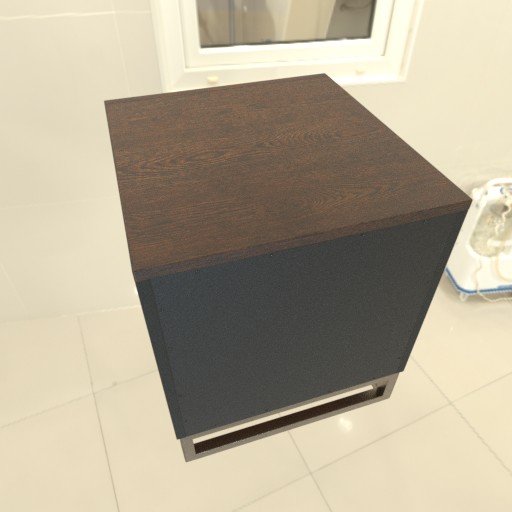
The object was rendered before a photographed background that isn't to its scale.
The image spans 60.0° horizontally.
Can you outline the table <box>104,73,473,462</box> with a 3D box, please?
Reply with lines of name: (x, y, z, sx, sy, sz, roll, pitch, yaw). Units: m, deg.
table: (0.000, 0.000, 1.004, 0.506, 0.582, 0.566, -12, 44, -13)
